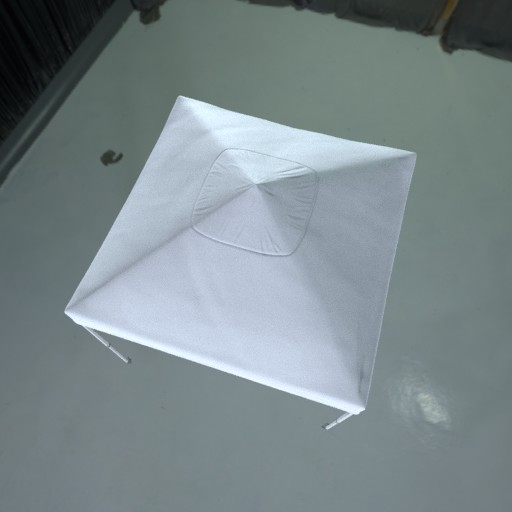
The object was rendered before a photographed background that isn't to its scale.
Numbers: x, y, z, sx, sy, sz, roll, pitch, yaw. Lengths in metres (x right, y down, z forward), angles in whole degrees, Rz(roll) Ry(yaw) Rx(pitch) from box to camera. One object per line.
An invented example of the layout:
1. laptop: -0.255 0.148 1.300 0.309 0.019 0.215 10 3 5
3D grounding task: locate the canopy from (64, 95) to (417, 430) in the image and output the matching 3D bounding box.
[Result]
1. canopy: 0.000 0.000 5.386 2.996 2.997 2.998 16 65 8
